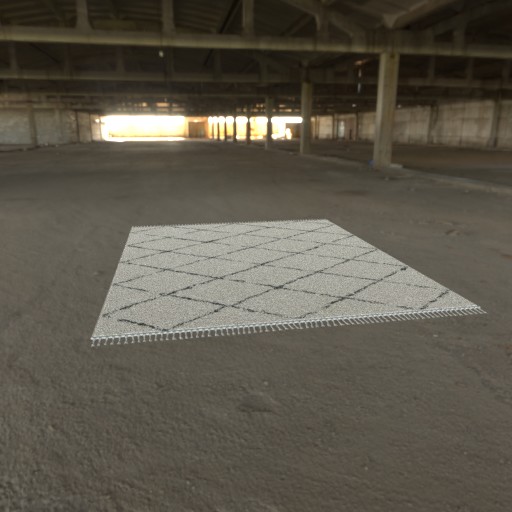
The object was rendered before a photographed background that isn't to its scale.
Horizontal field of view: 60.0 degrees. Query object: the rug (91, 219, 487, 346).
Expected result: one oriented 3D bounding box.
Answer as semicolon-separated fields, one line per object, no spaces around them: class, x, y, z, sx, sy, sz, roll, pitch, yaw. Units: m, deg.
rug;0.000;0.000;3.984;2.380;0.013;3.051;-3;16;-10
